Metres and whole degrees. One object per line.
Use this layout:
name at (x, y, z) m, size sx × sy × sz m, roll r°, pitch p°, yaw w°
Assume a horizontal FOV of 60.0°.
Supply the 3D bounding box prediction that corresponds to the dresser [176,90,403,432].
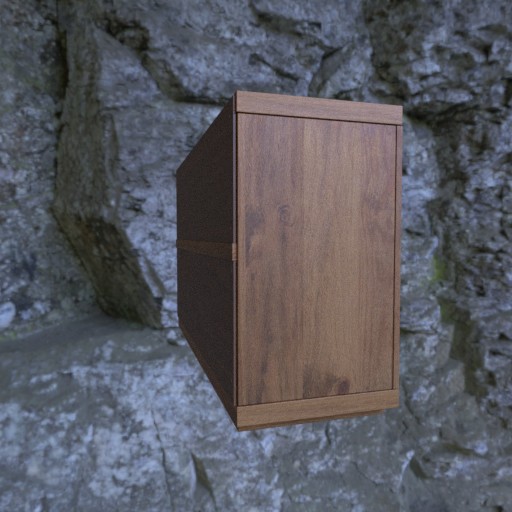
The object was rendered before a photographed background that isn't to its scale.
dresser at (0.000, 0.000, 1.707) m, size 0.479 × 0.825 × 1.261 m, roll -1°, pitch 3°, yaw -16°
